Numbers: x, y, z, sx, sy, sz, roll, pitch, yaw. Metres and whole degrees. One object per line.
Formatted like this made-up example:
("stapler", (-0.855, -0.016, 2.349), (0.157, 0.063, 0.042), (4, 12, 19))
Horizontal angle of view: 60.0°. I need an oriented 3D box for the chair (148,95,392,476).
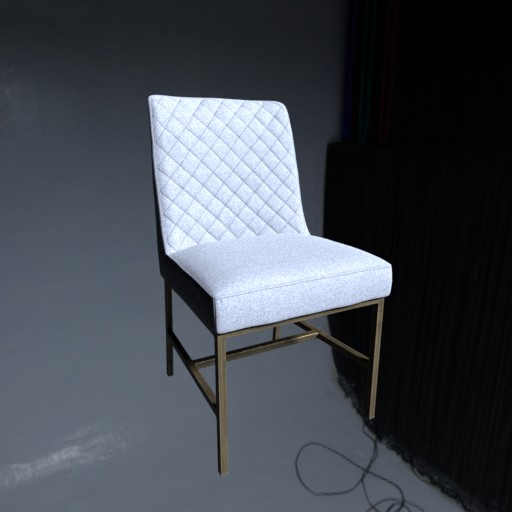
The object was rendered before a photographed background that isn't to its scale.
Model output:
("chair", (0.000, 0.000, 1.270), (0.508, 0.889, 0.587), (-8, 18, -27))
